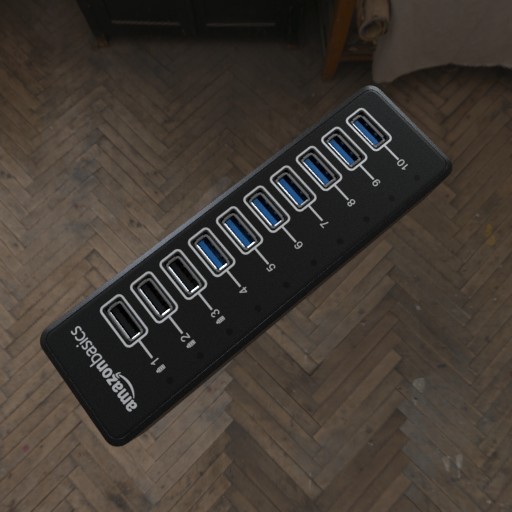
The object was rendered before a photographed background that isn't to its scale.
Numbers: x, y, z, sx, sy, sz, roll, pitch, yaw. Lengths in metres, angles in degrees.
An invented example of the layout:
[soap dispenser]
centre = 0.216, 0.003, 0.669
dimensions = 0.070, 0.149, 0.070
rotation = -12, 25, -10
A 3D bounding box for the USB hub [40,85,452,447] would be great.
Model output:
[USB hub]
centre = 0.000, 0.000, 0.157
dimensions = 0.145, 0.023, 0.044
rotation = -39, 79, -9
